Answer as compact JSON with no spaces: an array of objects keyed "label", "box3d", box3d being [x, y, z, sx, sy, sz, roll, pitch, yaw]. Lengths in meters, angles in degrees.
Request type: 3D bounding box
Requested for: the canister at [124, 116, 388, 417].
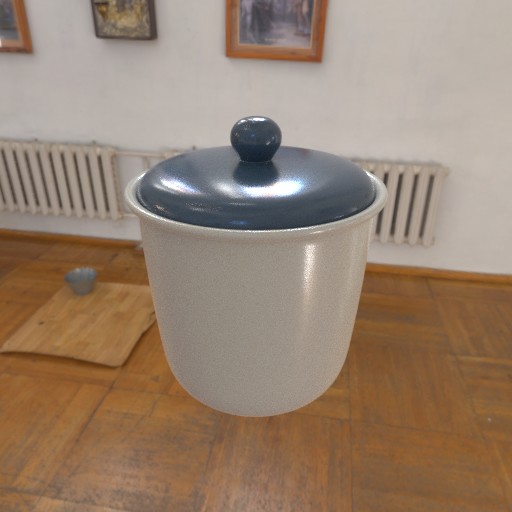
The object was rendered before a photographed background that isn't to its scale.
[{"label":"canister","box3d":[0.000,0.000,0.342,0.182,0.208,0.182,0,27,0]}]
